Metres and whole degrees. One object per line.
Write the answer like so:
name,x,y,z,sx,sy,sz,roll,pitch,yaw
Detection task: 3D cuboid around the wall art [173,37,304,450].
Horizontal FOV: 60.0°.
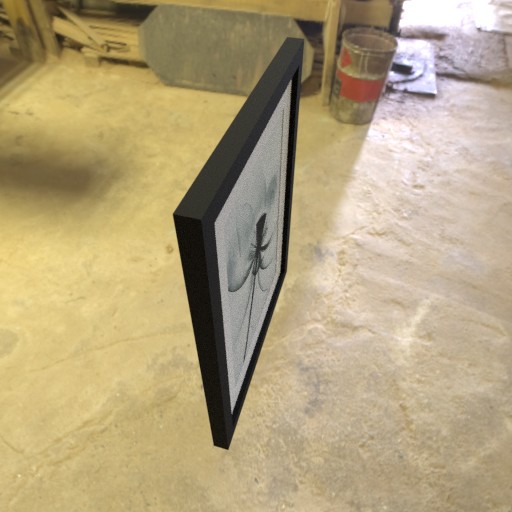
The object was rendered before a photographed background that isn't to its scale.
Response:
wall art,0.000,0.000,0.764,0.029,0.559,0.457,12,47,11
